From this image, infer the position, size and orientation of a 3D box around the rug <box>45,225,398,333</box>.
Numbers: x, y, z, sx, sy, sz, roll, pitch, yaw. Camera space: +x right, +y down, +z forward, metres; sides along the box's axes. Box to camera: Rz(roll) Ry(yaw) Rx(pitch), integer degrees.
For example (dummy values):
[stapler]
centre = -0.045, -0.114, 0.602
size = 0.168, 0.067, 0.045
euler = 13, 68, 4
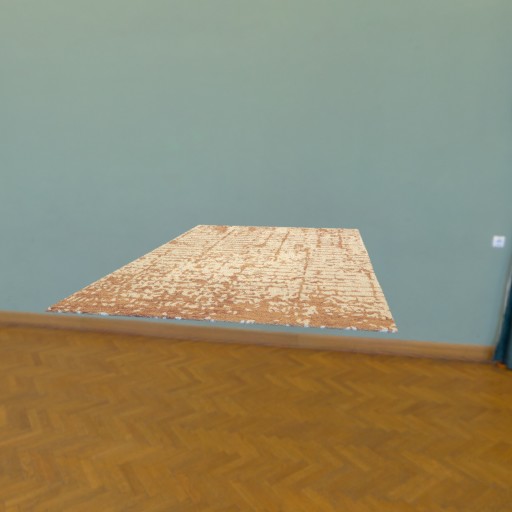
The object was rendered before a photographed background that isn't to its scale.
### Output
[rug]
centre = 0.000, 0.000, 3.021
size = 1.517, 0.011, 2.435
euler = 2, 13, 9
